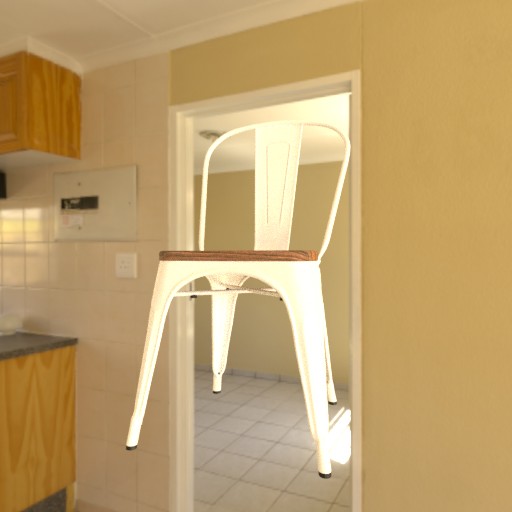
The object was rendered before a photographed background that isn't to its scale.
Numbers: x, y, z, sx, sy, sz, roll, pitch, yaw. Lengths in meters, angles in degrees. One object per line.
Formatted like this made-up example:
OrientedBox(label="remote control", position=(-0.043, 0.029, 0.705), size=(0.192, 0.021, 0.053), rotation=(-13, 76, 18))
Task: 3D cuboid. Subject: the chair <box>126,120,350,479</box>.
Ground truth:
OrientedBox(label="chair", position=(0.000, 0.000, 1.158), size=(0.452, 0.851, 0.521), rotation=(0, 0, 17))
